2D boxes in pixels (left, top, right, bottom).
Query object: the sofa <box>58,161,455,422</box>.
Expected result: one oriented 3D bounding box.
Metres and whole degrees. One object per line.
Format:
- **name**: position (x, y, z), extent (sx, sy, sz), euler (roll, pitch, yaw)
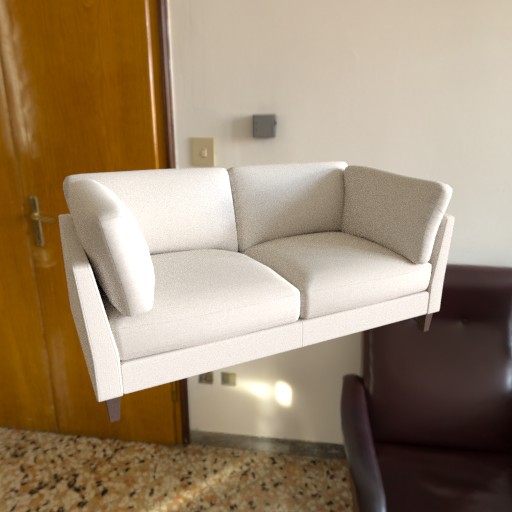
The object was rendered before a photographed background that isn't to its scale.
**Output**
- **sofa**: position (0.000, 0.000, 2.235), extent (1.776, 0.836, 0.970), euler (-9, 19, -26)
